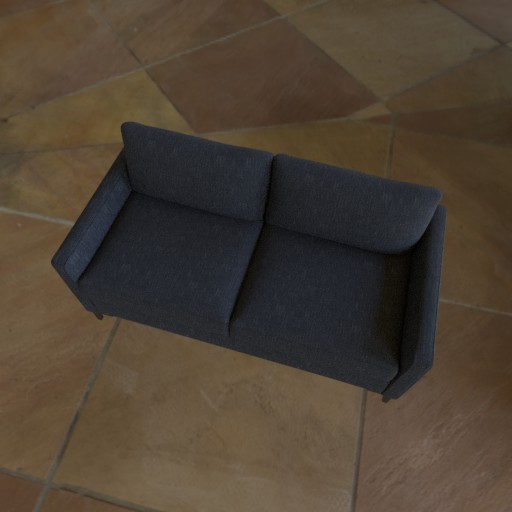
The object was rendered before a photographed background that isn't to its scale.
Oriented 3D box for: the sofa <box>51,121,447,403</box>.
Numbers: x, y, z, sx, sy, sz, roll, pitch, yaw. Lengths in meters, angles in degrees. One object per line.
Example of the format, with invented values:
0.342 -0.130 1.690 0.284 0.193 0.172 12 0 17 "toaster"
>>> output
0.000 0.000 2.224 1.716 0.862 0.866 14 59 9 "sofa"
